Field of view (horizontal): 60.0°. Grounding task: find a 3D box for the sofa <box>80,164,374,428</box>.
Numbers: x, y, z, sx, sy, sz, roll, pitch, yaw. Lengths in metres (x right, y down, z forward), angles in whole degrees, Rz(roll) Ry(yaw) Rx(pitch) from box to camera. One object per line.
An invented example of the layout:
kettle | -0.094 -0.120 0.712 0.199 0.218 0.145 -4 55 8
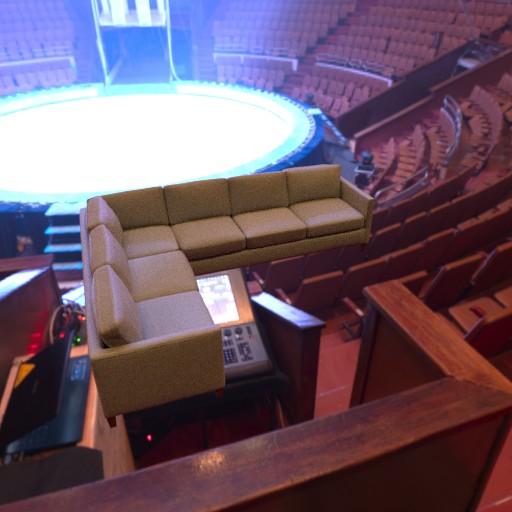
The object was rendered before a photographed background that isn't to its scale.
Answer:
sofa | 0.000 0.000 4.544 3.301 0.947 2.592 -11 33 -17
